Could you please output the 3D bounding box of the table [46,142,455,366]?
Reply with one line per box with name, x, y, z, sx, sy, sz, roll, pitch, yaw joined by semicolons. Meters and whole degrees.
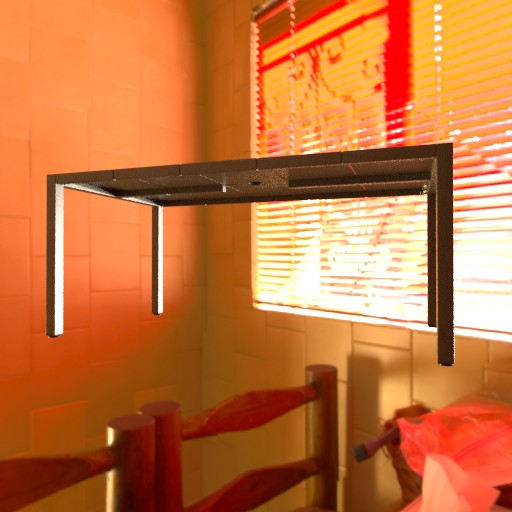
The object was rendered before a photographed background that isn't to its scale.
table;0.000;0.000;2.147;1.680;0.735;0.914;0;-1;19
